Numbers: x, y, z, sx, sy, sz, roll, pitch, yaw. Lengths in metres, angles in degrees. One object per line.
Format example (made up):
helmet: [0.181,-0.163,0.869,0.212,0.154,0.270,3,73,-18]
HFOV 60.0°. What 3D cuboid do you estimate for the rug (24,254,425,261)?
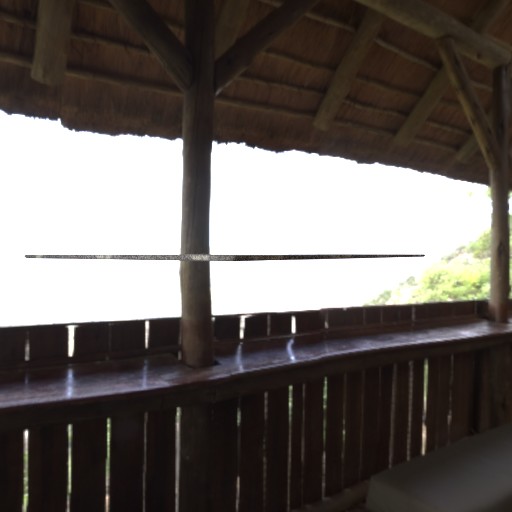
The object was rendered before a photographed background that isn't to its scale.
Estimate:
rug: [0.000,0.000,3.441,1.801,0.026,2.701,0,0,37]
